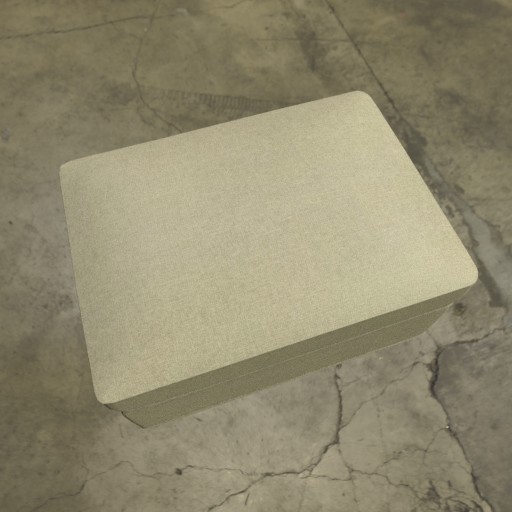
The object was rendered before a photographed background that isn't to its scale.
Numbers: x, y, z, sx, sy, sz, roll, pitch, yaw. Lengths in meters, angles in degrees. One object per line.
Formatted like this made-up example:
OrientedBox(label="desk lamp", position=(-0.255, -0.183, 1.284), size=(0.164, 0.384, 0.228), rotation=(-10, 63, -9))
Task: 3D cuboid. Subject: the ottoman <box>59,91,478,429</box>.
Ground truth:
OrientedBox(label="ottoman", position=(0.000, 0.000, 1.196), size=(0.843, 0.504, 0.619), rotation=(-16, 64, -8))
